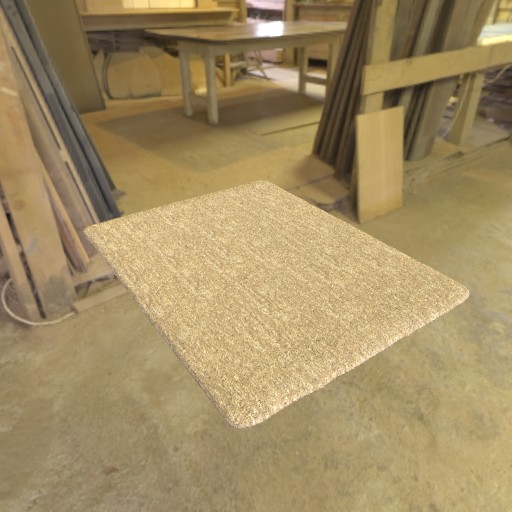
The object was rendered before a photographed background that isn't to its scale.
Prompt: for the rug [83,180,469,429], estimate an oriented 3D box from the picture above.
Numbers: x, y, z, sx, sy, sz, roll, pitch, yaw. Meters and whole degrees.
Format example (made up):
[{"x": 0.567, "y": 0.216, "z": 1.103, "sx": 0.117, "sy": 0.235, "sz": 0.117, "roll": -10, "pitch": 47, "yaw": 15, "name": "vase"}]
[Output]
[{"x": 0.000, "y": 0.000, "z": 3.914, "sx": 2.242, "sy": 0.050, "sz": 2.873, "roll": -20, "pitch": 37, "yaw": -29, "name": "rug"}]
